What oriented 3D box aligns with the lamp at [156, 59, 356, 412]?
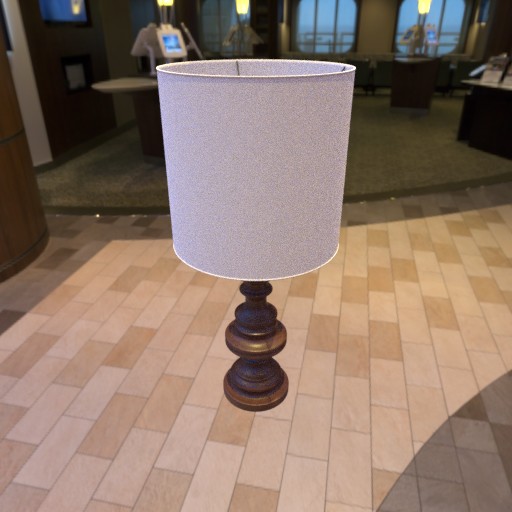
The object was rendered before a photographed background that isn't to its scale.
[{"bbox_3d":[0.000,0.000,0.577,0.208,0.455,0.208,-17,32,-30],"label":"lamp"}]
